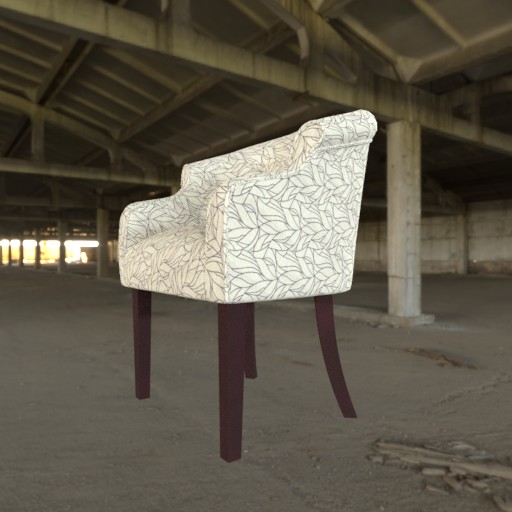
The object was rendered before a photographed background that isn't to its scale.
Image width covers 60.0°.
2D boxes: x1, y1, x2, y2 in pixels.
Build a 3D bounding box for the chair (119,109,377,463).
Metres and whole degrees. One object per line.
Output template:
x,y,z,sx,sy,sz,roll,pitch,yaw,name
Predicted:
0.000,0.000,1.284,0.613,0.858,0.686,0,1,-36,chair
